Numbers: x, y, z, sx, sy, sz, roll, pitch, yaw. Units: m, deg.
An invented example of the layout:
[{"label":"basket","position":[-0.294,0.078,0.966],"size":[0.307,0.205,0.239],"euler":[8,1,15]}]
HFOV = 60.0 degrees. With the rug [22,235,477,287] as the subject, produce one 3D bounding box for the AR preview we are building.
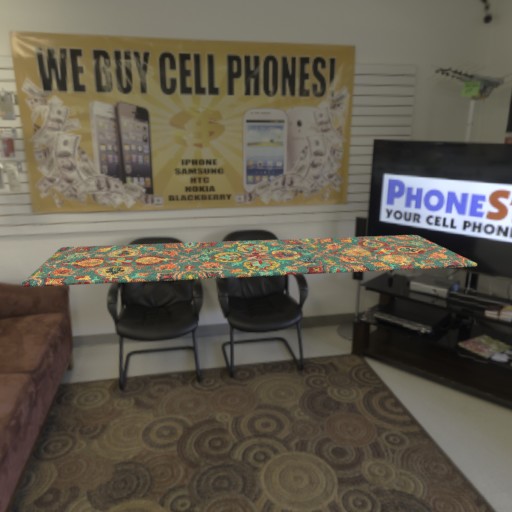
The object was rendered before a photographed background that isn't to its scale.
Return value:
[{"label":"rug","position":[0.000,0.000,2.510],"size":[2.286,0.013,0.686],"euler":[-2,16,-8]}]
